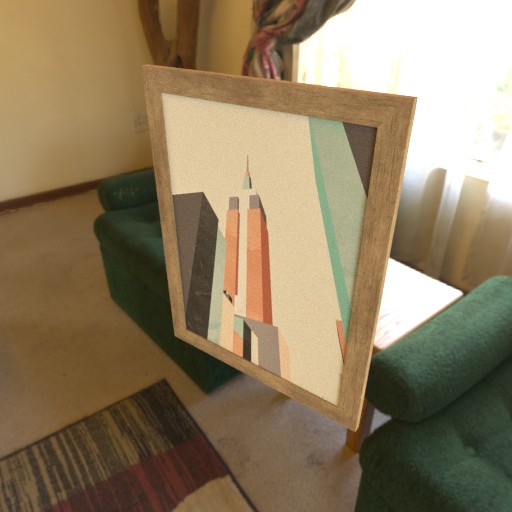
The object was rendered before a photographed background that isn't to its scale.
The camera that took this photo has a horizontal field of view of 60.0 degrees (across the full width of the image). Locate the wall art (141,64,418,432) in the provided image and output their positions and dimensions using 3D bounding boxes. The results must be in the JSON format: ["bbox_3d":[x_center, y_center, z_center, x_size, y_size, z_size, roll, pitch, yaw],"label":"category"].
[{"bbox_3d":[0.000,0.000,0.911,0.534,0.686,0.018,20,36,30],"label":"wall art"}]
